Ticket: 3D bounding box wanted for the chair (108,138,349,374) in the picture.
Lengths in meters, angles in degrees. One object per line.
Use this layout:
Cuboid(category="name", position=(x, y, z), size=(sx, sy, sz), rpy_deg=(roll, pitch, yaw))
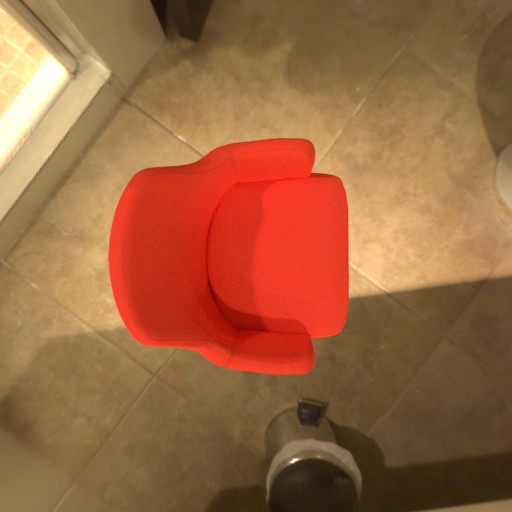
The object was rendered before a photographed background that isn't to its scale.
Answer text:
Cuboid(category="chair", position=(0.000, 0.000, 1.258), size=(0.600, 0.820, 0.655), rpy_deg=(0, 90, 1))
